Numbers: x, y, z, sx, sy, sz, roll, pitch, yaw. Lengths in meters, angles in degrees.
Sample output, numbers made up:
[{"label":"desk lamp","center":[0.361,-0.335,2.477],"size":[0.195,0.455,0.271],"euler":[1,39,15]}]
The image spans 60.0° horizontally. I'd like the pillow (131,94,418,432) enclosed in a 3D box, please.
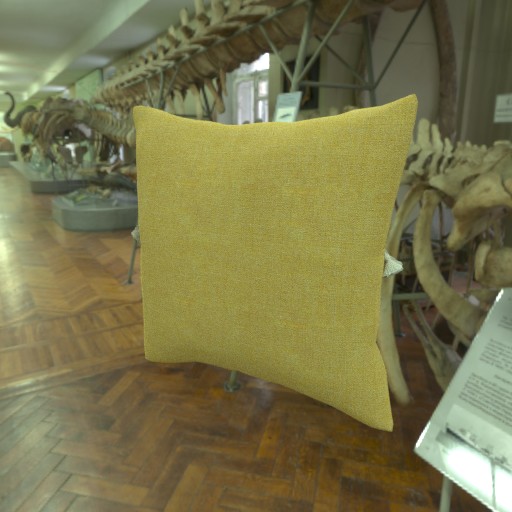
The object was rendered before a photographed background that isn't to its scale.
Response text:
[{"label":"pillow","center":[0.000,0.000,0.730],"size":[0.485,0.481,0.167],"euler":[8,17,27]}]
